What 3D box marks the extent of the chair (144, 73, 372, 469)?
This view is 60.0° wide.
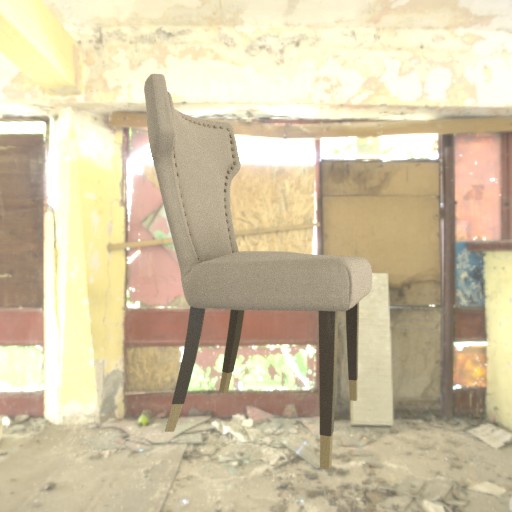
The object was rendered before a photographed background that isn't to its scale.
[{"bbox_3d":[0.000,0.000,1.312,0.630,0.950,0.526,0,0,20],"label":"chair"}]
